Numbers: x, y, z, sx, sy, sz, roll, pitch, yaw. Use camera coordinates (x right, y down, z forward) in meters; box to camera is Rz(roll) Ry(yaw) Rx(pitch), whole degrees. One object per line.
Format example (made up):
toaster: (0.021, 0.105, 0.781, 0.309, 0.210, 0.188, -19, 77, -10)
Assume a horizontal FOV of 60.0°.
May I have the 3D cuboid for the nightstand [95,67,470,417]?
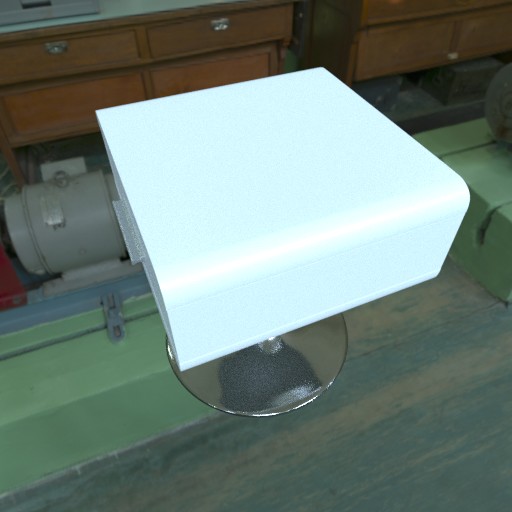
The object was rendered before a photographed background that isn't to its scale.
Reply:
nightstand: (0.000, 0.000, 0.763, 0.404, 0.447, 0.399, -17, 49, -16)
